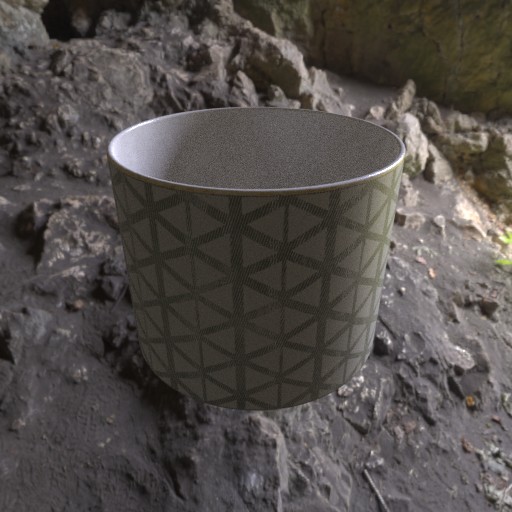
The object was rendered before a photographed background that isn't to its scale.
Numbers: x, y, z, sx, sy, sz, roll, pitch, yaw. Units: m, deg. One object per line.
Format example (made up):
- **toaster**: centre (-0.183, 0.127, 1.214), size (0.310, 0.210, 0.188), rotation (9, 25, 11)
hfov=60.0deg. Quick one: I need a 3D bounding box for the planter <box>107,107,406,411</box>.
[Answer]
- **planter**: centre (0.000, 0.000, 0.338), size (0.190, 0.181, 0.190), rotation (0, 30, 0)
